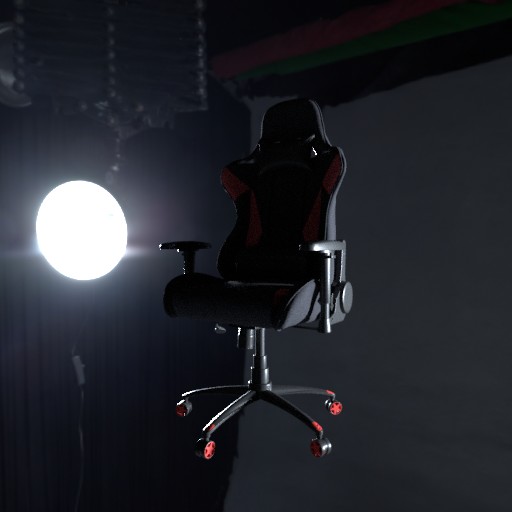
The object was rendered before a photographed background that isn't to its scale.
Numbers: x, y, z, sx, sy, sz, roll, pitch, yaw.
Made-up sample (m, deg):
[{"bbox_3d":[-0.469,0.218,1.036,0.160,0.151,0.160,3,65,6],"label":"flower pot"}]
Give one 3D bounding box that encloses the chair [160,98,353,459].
[{"bbox_3d":[0.000,0.000,1.709,0.695,1.326,0.658,1,2,34],"label":"chair"}]
